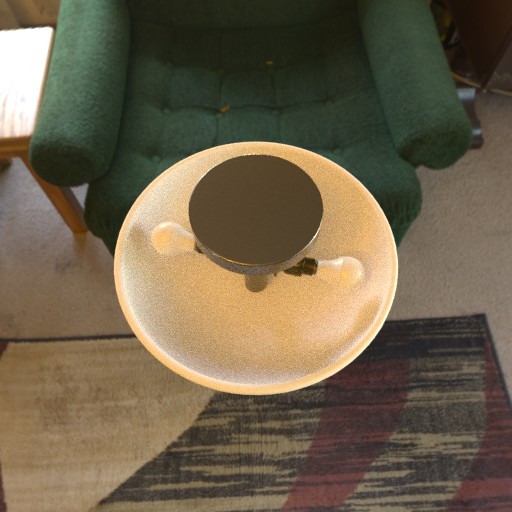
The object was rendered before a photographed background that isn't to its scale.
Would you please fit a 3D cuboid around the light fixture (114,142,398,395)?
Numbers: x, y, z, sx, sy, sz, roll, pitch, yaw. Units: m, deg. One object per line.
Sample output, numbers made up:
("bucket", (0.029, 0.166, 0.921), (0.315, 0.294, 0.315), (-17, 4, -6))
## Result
("light fixture", (0.000, 0.000, 0.535), (0.330, 0.214, 0.330), (0, 62, 0))
